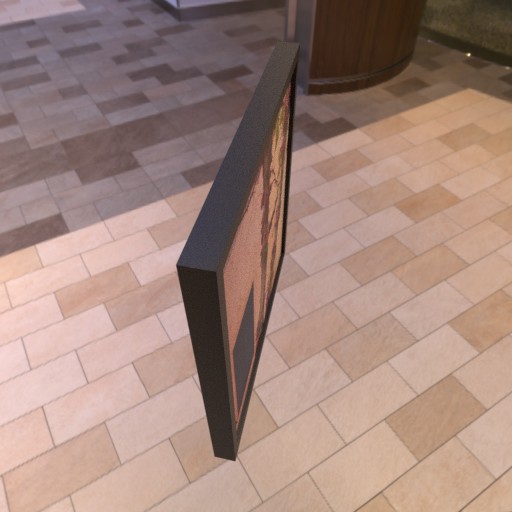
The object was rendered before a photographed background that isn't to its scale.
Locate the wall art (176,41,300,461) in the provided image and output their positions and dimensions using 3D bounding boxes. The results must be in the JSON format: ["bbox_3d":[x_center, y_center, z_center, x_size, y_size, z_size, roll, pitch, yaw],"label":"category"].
[{"bbox_3d":[0.000,0.000,0.754,0.038,0.508,0.508,9,48,8],"label":"wall art"}]
